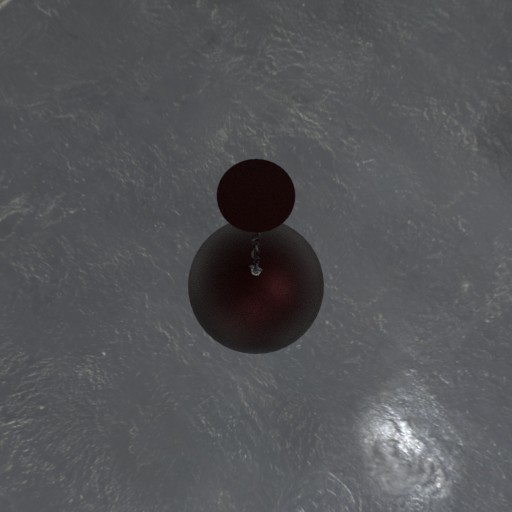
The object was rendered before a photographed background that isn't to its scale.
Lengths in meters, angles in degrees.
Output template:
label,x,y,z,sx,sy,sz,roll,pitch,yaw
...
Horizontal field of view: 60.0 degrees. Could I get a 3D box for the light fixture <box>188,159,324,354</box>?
label,x,y,z,sx,sy,sz,roll,pitch,yaw
light fixture,0.000,0.000,1.198,0.492,0.869,0.492,18,76,5
